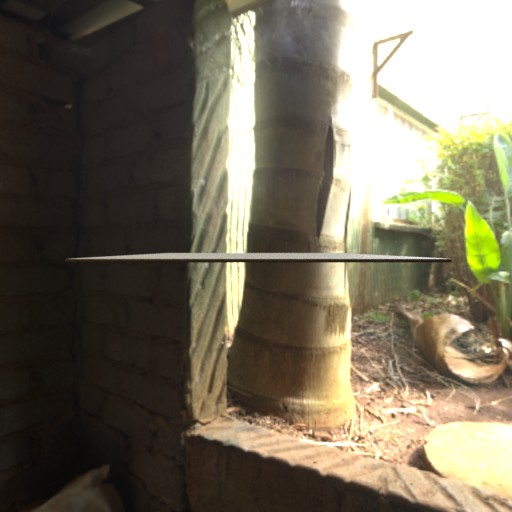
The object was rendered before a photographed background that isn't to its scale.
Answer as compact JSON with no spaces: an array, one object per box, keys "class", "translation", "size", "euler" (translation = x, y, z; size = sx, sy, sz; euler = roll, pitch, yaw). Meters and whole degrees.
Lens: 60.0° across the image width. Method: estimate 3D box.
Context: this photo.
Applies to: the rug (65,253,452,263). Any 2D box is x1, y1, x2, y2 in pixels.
[{"class":"rug","translation":[0.000,0.000,2.810],"size":[1.526,0.015,2.132],"euler":[0,1,-1]}]
